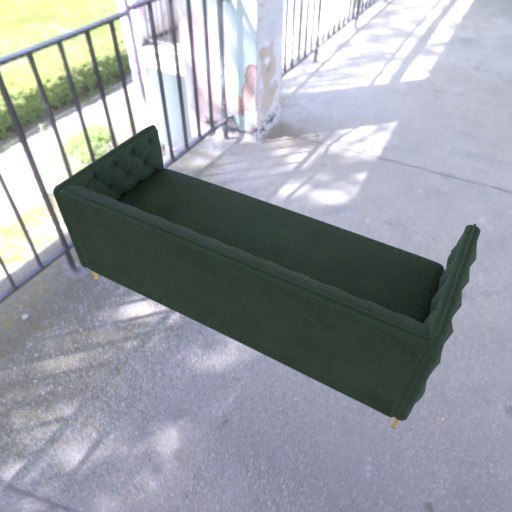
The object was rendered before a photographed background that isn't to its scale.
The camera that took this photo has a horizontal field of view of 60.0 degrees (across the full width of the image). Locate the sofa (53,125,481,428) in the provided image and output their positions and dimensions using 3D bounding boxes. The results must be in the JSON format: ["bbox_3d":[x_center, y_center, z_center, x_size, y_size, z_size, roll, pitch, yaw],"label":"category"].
[{"bbox_3d":[0.000,0.000,2.631,2.209,0.771,0.895,22,48,21],"label":"sofa"}]
